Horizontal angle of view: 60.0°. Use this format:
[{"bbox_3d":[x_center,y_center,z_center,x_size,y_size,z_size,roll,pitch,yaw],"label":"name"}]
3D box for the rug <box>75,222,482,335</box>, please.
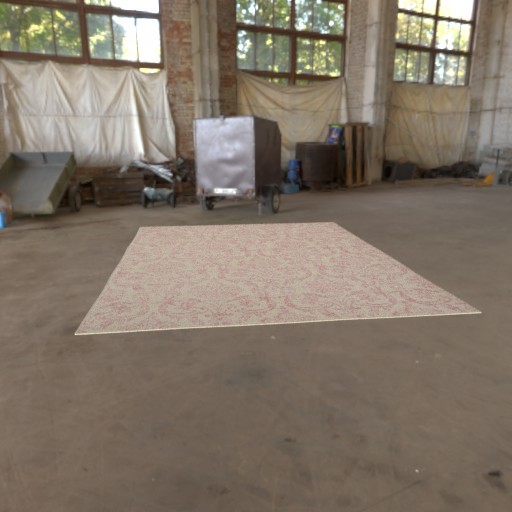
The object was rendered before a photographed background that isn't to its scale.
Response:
[{"bbox_3d":[0.000,0.000,3.957,2.363,0.012,2.980,-2,15,-7],"label":"rug"}]
